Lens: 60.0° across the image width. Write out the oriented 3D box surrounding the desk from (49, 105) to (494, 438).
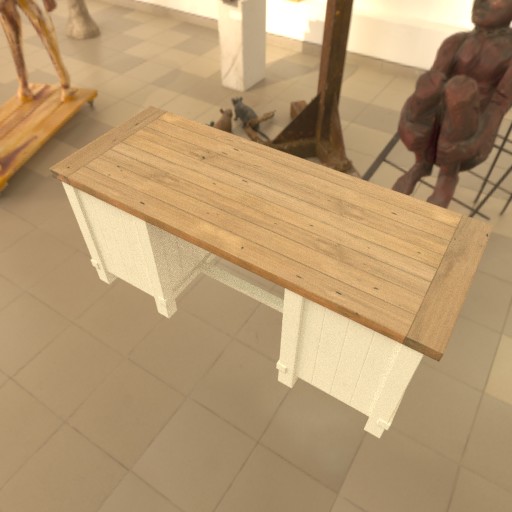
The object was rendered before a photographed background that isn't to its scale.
[{"bbox_3d":[0.000,0.000,2.172,1.803,0.760,0.688,25,51,22],"label":"desk"}]
